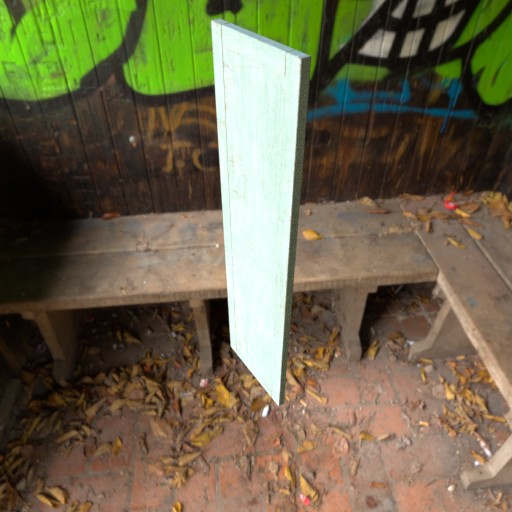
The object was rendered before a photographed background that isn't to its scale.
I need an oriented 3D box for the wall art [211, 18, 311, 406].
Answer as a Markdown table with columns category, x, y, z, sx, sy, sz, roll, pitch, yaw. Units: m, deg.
| category | x | y | z | sx | sy | sz | roll | pitch | yaw |
| --- | --- | --- | --- | --- | --- | --- | --- | --- | --- |
| wall art | 0.000 | 0.000 | 1.325 | 0.025 | 1.219 | 0.329 | -25 | 47 | -25 |
